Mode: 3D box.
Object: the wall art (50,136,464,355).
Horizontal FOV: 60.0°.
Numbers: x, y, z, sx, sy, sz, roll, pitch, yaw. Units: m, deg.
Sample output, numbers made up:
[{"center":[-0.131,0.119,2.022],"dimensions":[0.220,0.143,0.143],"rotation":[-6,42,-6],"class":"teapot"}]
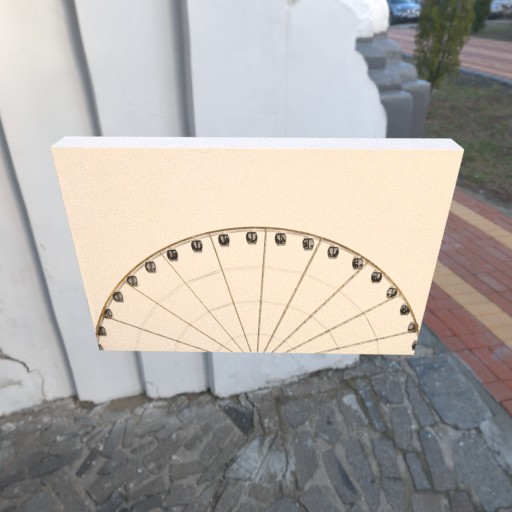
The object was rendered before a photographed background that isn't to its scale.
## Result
[{"center":[0.000,0.000,0.491],"dimensions":[0.384,0.254,0.039],"rotation":[1,31,1],"class":"wall art"}]
